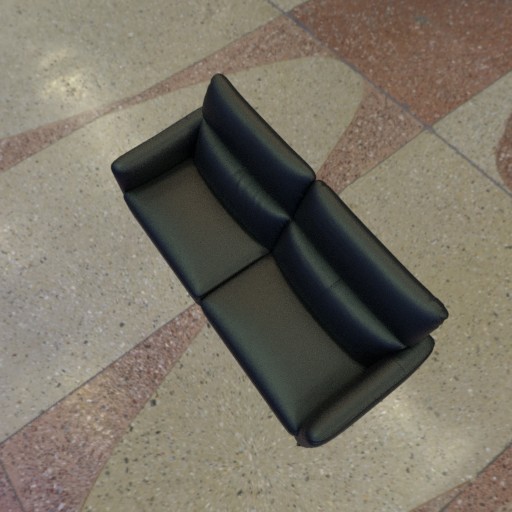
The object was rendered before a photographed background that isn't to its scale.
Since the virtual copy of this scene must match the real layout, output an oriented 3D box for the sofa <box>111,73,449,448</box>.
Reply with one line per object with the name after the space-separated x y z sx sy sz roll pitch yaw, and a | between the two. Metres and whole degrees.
0.000 0.000 2.603 0.856 0.957 2.069 -34 69 -14 | sofa
